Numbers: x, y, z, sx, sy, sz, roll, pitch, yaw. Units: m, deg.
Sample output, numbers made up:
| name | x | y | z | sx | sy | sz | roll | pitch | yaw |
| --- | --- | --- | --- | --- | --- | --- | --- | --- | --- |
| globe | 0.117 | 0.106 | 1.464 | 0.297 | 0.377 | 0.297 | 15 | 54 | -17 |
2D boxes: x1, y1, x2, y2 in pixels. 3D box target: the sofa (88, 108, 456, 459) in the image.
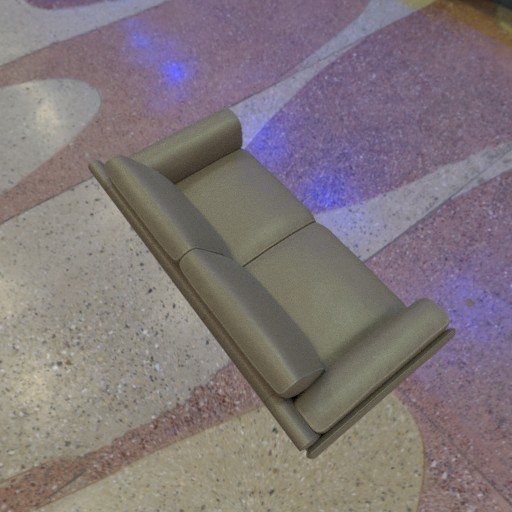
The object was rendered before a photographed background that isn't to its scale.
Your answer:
| name | x | y | z | sx | sy | sz | roll | pitch | yaw |
| --- | --- | --- | --- | --- | --- | --- | --- | --- | --- |
| sofa | 0.000 | 0.000 | 2.646 | 1.049 | 0.930 | 2.101 | -33 | 64 | -18 |
